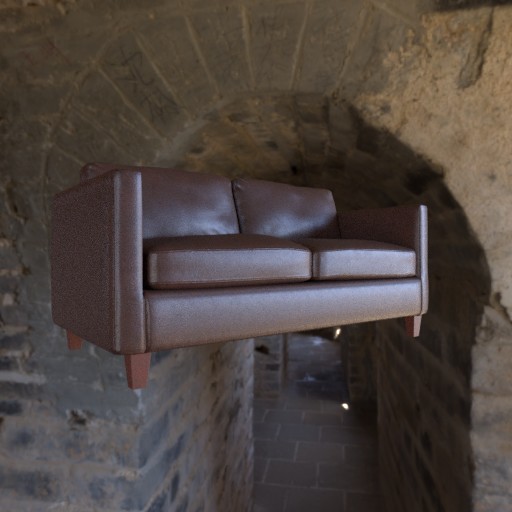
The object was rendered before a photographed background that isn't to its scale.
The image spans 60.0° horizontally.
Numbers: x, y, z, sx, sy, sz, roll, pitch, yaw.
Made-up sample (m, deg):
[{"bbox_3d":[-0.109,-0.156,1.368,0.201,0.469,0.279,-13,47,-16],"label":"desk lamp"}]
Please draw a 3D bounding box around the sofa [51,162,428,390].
[{"bbox_3d":[0.000,0.000,2.401,1.883,0.933,0.951,0,0,-37],"label":"sofa"}]
